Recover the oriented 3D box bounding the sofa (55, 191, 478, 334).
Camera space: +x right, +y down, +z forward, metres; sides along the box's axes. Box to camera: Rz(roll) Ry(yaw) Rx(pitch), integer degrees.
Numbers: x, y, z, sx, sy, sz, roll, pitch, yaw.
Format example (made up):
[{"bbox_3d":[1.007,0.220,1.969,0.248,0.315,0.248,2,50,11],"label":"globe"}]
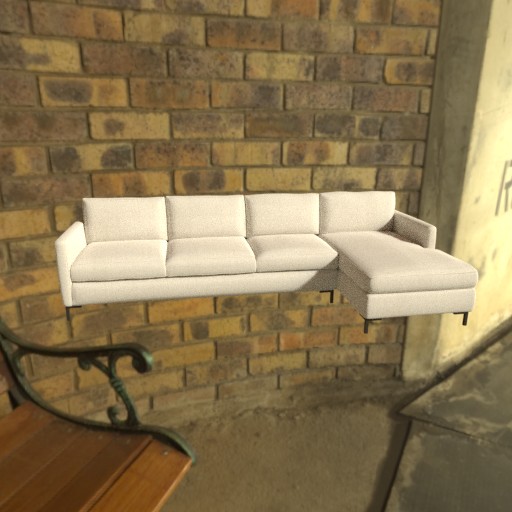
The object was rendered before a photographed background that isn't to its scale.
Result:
[{"bbox_3d":[0.000,0.000,2.882,2.445,0.677,1.126,-3,17,-9],"label":"sofa"}]
